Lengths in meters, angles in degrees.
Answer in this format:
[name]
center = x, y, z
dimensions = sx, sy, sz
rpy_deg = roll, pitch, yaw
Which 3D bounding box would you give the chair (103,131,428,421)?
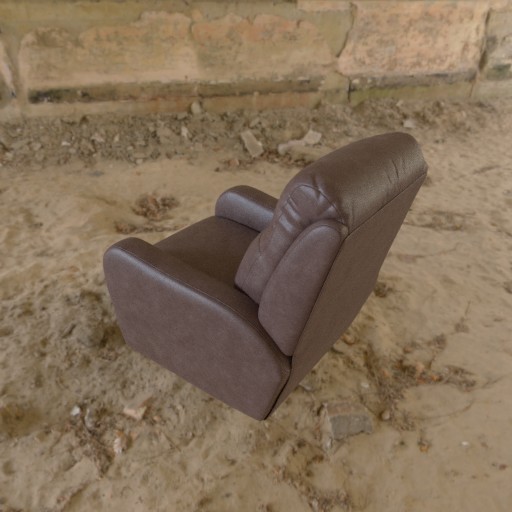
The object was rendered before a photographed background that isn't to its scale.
[chair]
center = 0.000, 0.000, 1.844
dimensions = 1.067, 1.067, 0.865
rpy_deg = 22, 37, 31
